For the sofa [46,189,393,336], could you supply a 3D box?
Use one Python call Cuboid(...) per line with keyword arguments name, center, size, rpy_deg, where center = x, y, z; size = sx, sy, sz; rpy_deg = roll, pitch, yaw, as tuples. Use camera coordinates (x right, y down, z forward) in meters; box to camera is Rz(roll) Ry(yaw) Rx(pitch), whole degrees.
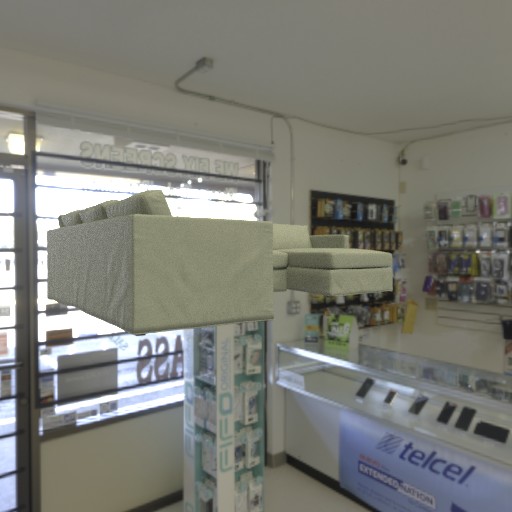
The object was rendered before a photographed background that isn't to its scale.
Cuboid(name="sofa", center=(0.000, 0.000, 4.476), size=(3.460, 0.882, 2.427), rpy_deg=(0, 1, -36))
